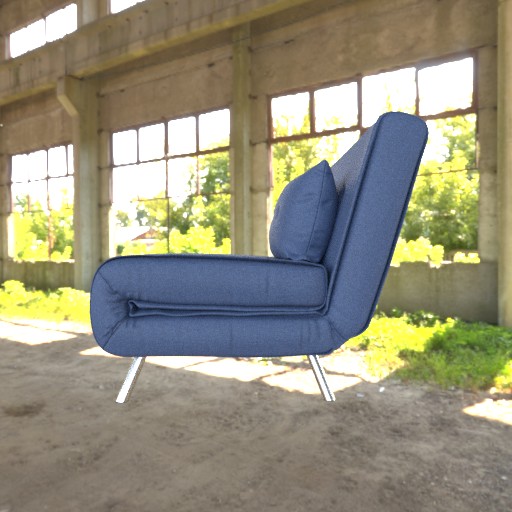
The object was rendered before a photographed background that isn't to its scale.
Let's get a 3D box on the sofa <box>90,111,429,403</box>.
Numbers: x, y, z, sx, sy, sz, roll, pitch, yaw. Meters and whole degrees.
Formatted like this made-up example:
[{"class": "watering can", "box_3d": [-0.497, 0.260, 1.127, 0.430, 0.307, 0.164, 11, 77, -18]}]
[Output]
[{"class": "sofa", "box_3d": [0.000, 0.000, 1.765, 0.996, 0.860, 0.999, 0, 1, -1]}]
